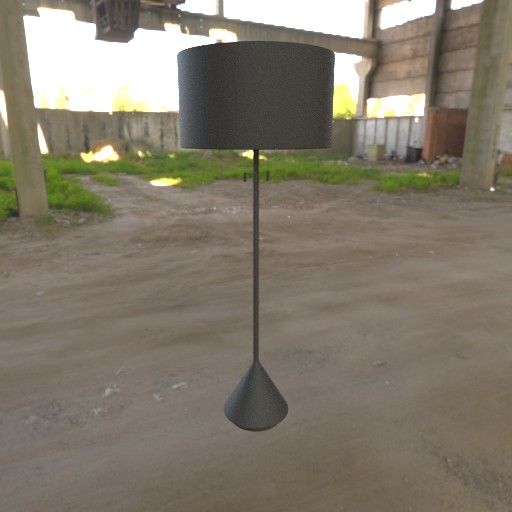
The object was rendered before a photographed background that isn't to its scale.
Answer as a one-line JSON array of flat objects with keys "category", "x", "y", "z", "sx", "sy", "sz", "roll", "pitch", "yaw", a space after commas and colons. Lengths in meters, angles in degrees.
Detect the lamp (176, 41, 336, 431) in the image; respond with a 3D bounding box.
[{"category": "lamp", "x": 0.000, "y": 0.000, "z": 1.838, "sx": 0.580, "sy": 1.526, "sz": 0.580, "roll": 8, "pitch": 17, "yaw": 26}]
